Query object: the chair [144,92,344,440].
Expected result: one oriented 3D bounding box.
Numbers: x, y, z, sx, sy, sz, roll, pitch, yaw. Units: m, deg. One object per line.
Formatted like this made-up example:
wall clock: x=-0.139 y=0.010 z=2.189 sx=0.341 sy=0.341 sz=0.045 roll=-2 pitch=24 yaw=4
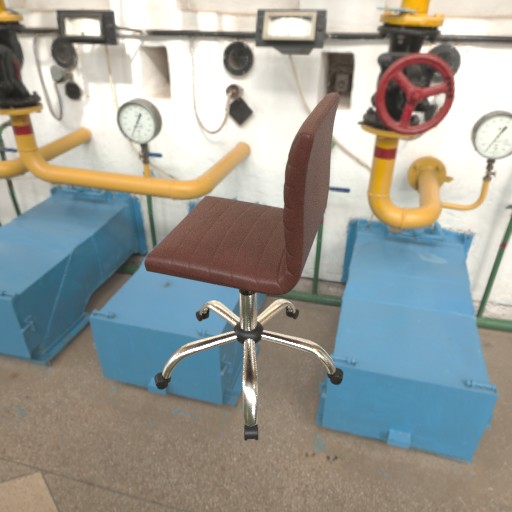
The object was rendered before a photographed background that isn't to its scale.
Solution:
chair: x=0.000 y=0.000 z=1.170 sx=0.530 sy=0.780 sz=0.556 roll=9 pitch=32 yaw=14
